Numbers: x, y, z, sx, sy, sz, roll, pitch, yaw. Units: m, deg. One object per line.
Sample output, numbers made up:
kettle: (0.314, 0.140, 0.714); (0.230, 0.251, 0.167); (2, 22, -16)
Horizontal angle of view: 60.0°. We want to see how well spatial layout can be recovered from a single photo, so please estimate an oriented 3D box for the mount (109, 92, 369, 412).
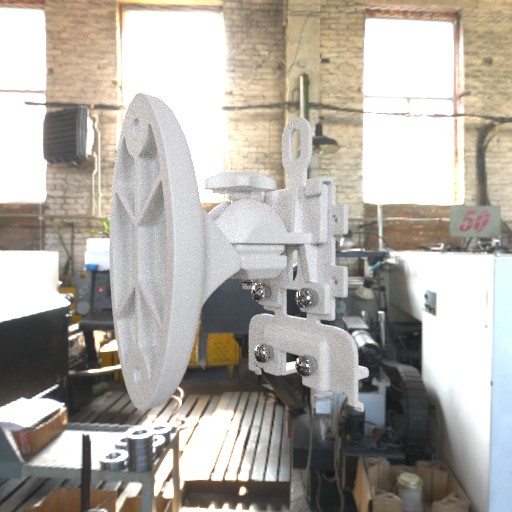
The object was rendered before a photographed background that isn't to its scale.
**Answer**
mount: (0.000, 0.000, 0.177); (0.100, 0.118, 0.066); (-1, 1, -38)
